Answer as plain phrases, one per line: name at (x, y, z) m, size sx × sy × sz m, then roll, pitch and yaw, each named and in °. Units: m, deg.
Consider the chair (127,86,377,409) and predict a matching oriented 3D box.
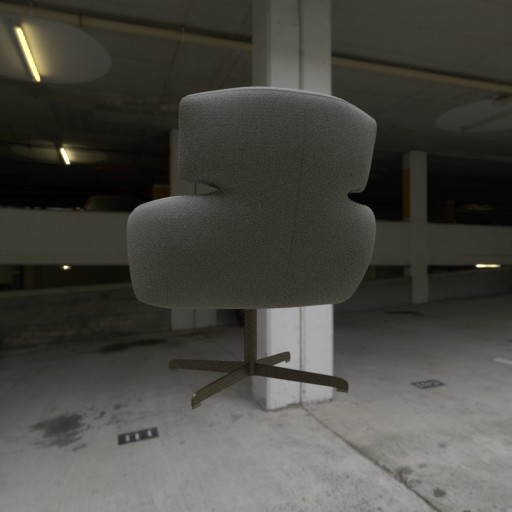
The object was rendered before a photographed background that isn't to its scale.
chair at (0.000, 0.000, 1.398) m, size 0.760 × 0.810 × 0.730 m, roll 0°, pitch -1°, yaw -19°
